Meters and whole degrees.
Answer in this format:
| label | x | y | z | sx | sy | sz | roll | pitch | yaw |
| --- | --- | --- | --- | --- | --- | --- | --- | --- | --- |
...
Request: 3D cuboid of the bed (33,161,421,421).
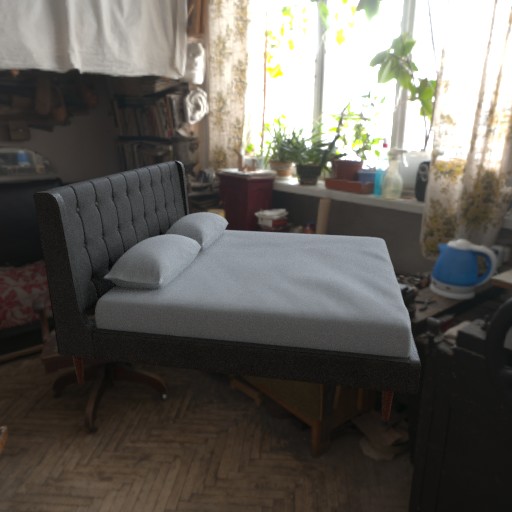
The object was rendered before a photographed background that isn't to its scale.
| label | x | y | z | sx | sy | sz | roll | pitch | yaw |
| --- | --- | --- | --- | --- | --- | --- | --- | --- | --- |
| bed | 0.000 | 0.000 | 3.186 | 2.031 | 1.158 | 1.903 | 3 | 17 | 11 |
